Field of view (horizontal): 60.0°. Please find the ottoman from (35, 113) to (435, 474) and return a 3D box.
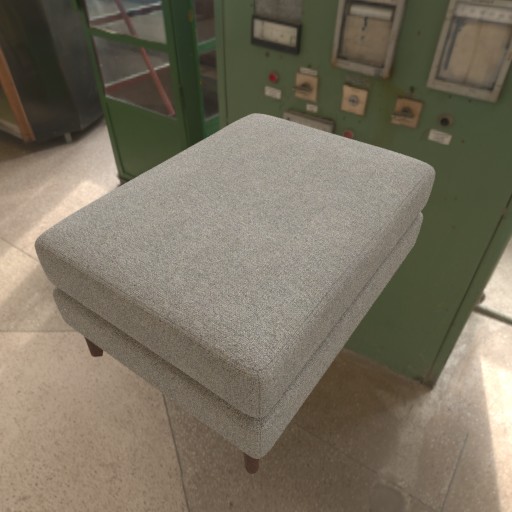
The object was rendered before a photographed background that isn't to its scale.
[{"bbox_3d":[0.000,0.000,1.163,0.611,0.441,0.821,25,47,26],"label":"ottoman"}]
